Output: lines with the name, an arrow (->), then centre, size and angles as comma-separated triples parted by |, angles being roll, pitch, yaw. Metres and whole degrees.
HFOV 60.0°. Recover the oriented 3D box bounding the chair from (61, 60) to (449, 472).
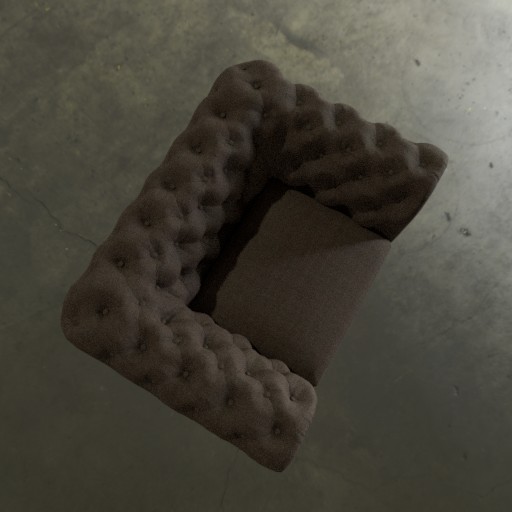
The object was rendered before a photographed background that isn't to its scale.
chair -> 0.000, 0.000, 1.857 | 0.945, 0.780, 1.298 | 30, 77, 7
